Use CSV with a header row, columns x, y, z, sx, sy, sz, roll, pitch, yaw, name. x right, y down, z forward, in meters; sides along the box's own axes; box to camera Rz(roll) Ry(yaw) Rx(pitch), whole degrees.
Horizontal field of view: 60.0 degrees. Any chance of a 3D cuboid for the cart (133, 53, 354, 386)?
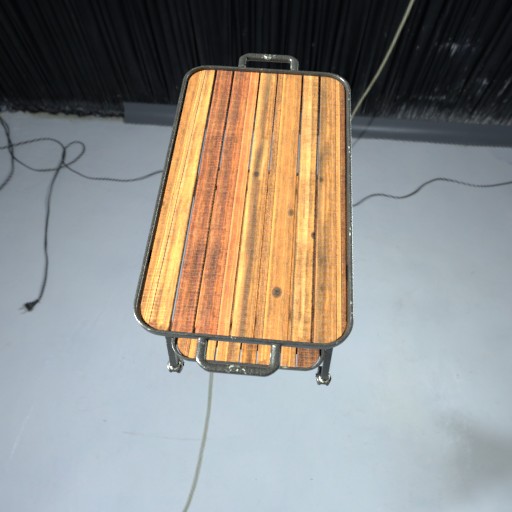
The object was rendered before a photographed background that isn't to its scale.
x,y,z,sx,sy,sz,roll,pitch,yaw,name
0.000,0.000,1.257,0.515,0.700,0.806,4,63,2,cart
